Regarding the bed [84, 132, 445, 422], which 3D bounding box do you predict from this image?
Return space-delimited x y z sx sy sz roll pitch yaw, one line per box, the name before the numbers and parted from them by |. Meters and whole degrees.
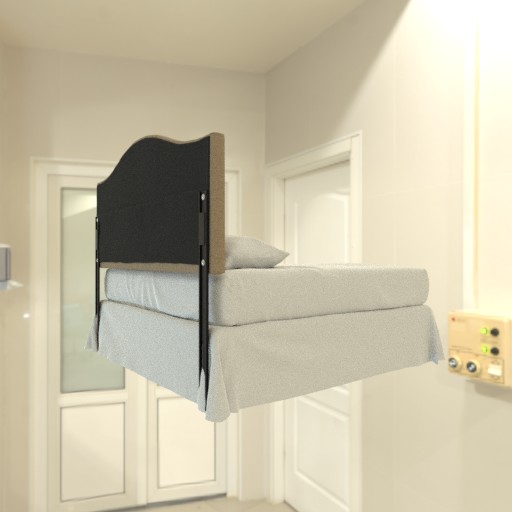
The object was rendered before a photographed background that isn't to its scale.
bed | 0.000 0.000 3.720 2.222 1.651 2.311 0 0 -36
